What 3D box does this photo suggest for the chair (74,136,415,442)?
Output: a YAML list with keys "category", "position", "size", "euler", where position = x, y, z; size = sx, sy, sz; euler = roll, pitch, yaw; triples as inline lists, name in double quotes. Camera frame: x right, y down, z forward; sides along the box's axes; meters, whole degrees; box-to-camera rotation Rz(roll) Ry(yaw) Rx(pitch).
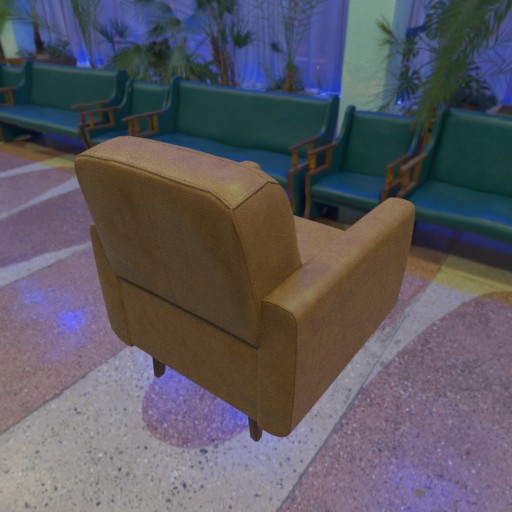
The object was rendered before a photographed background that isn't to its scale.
- category: "chair"
  position: [0.000, 0.000, 1.625]
  size: [0.845, 0.968, 0.942]
  euler: [21, 37, 31]
